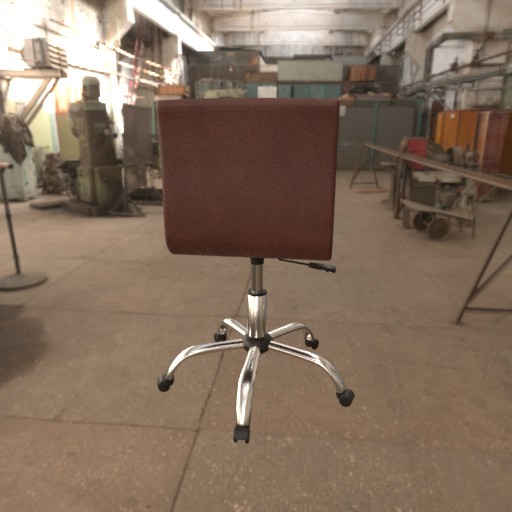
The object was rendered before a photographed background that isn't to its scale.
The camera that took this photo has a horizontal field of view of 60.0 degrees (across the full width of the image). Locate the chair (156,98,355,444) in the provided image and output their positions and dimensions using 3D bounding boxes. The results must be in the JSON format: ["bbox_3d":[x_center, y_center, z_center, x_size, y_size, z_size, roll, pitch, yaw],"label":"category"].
[{"bbox_3d":[0.000,0.000,1.182,0.556,0.780,0.530,2,17,8],"label":"chair"}]
